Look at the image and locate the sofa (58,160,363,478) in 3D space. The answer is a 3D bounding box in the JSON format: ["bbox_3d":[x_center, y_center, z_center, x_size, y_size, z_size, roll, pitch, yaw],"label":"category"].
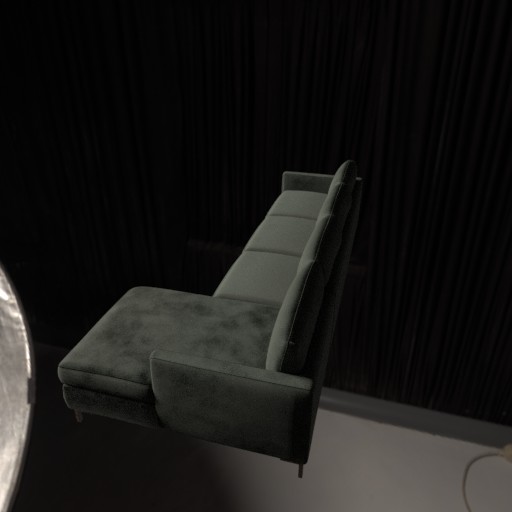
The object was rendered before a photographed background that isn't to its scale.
[{"bbox_3d":[0.000,0.000,3.122,1.255,0.756,2.725,8,30,14],"label":"sofa"}]
